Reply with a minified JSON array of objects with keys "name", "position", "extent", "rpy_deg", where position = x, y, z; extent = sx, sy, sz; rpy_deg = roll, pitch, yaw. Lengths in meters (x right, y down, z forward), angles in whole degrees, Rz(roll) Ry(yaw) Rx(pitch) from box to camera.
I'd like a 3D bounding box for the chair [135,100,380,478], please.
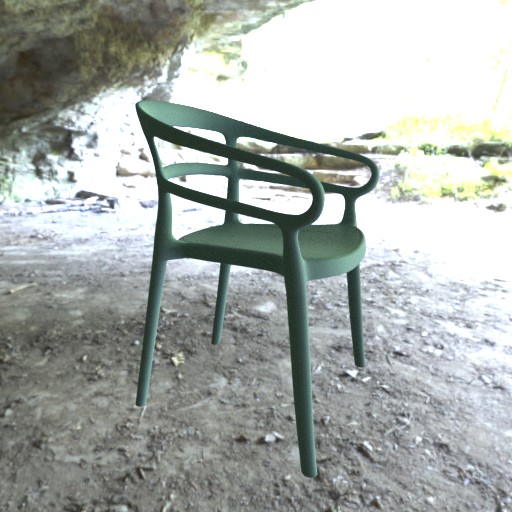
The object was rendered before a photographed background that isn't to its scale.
[{"name":"chair","position":[0.000,0.000,1.127],"extent":[0.527,0.761,0.559],"rpy_deg":[7,16,24]}]
